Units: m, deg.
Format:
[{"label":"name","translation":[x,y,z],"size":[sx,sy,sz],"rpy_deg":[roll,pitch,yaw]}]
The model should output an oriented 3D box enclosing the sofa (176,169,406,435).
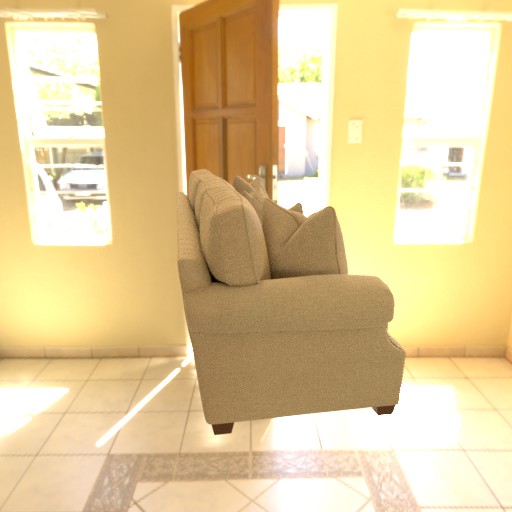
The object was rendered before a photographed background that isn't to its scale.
[{"label":"sofa","translation":[0.000,0.000,2.805],"size":[0.965,0.975,2.312],"rpy_deg":[-3,15,-10]}]
